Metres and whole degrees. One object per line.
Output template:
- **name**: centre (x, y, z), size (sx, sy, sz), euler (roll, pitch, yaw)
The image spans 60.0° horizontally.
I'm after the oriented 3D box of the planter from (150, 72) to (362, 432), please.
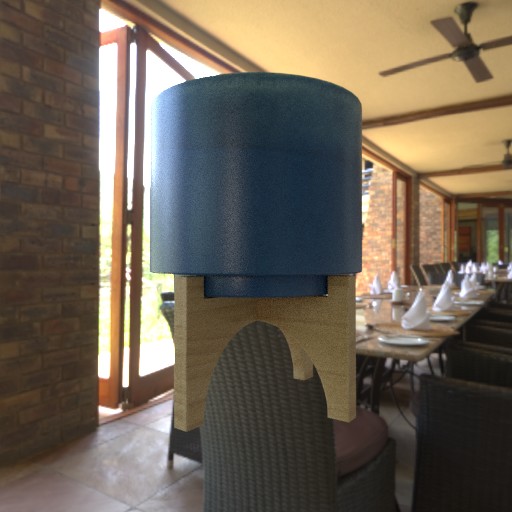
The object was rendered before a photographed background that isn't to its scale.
- **planter**: centre (0.000, 0.000, 0.412), size (0.192, 0.263, 0.192), euler (0, 0, 0)
